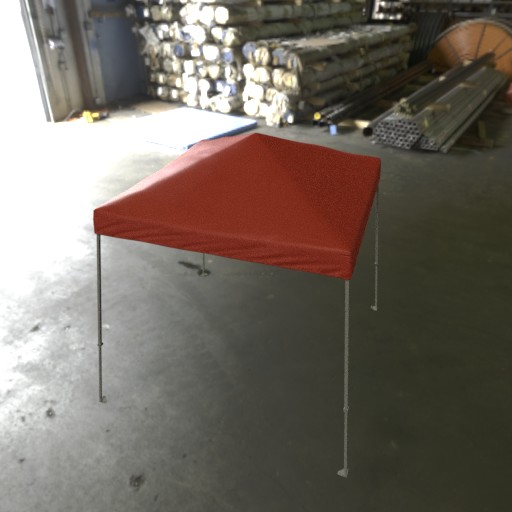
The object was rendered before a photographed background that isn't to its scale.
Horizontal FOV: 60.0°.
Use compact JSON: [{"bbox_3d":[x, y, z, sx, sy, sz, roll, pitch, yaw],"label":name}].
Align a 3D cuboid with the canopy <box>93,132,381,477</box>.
[{"bbox_3d":[0.000,0.000,5.128,2.850,2.850,2.849,10,32,16],"label":"canopy"}]
